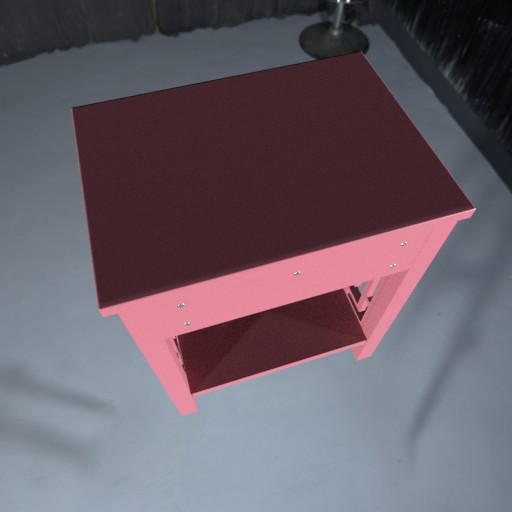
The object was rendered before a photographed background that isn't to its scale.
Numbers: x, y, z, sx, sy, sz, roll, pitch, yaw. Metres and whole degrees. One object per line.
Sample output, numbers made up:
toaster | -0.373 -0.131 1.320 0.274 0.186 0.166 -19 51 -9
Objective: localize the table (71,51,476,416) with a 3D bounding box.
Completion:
table | 0.000 0.000 1.067 0.599 0.686 0.451 -15 59 -9
